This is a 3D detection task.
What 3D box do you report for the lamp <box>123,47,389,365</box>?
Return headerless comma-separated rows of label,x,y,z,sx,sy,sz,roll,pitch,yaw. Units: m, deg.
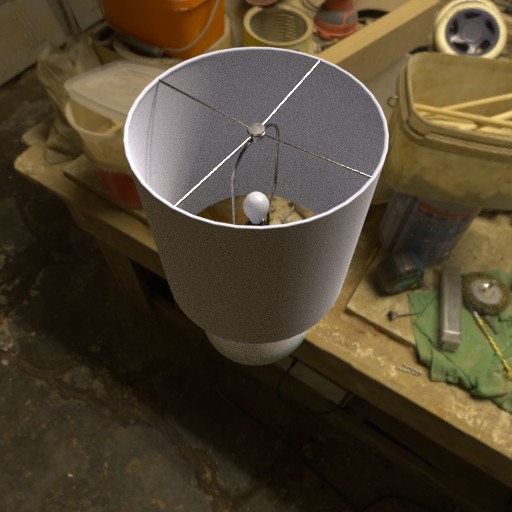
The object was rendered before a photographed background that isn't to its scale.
lamp,0.000,0.000,0.535,0.217,0.404,0.217,30,62,18
